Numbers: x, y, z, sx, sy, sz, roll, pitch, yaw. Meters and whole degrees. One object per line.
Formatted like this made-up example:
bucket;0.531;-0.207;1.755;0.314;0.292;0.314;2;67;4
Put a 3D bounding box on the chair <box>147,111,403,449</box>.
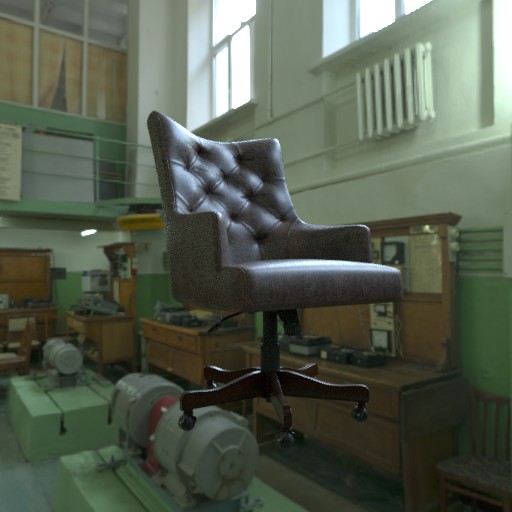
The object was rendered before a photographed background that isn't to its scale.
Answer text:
chair;0.000;0.000;1.528;0.641;1.035;0.762;1;-2;-37
